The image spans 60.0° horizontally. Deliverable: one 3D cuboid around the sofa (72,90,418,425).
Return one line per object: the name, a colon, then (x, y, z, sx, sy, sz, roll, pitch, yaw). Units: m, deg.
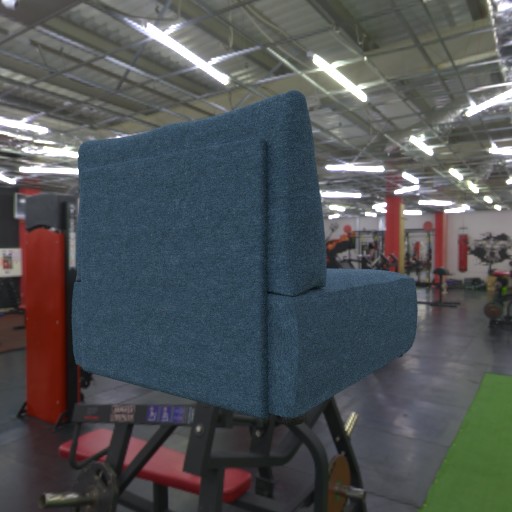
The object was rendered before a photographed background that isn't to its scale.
sofa: (0.000, 0.000, 1.691, 0.930, 0.820, 1.000, 0, 1, 36)
